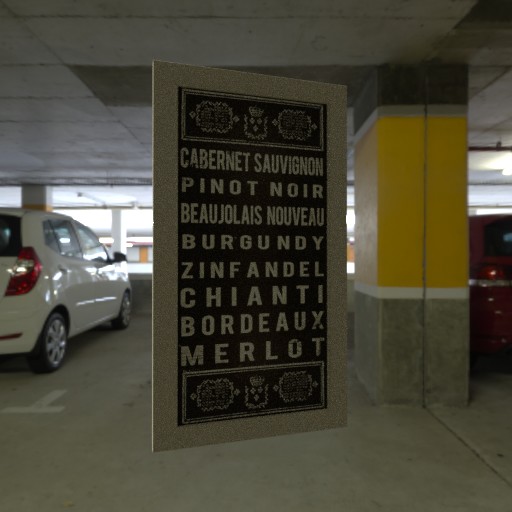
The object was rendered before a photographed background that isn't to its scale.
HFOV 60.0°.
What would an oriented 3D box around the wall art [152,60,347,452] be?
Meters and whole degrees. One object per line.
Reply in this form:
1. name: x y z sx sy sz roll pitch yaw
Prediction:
1. wall art: 0.000 0.000 0.835 0.380 0.683 0.013 0 0 -18
